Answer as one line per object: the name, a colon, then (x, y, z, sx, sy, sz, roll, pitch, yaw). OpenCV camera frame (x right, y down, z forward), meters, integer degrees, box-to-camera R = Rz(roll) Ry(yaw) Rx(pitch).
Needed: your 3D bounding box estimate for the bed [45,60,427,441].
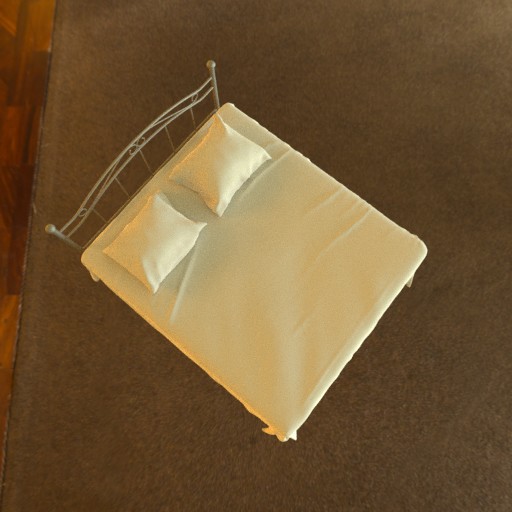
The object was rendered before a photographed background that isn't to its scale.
bed: (0.000, 0.000, 3.330, 2.215, 1.080, 1.936, 38, 79, 9)
